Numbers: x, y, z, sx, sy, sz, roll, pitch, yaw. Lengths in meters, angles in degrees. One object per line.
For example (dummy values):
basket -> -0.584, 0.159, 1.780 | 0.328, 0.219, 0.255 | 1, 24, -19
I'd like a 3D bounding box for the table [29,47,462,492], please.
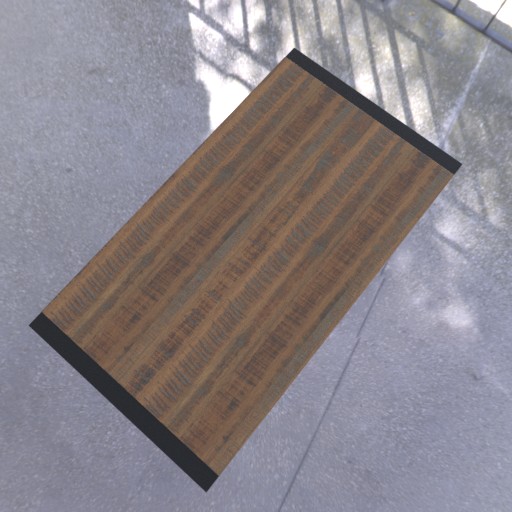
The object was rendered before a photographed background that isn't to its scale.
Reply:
table -> 0.000, 0.000, 1.664 | 0.750, 0.400, 1.350 | 39, 79, 9
